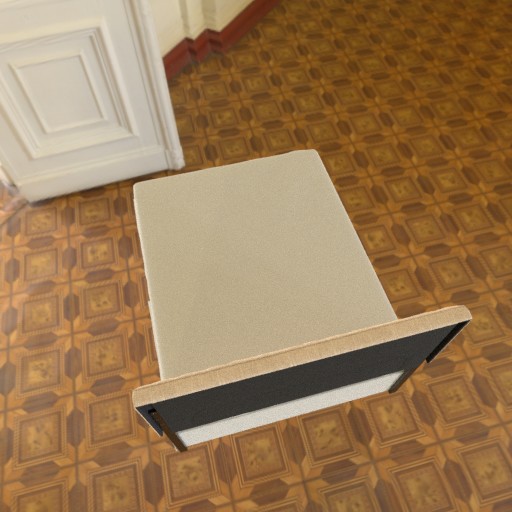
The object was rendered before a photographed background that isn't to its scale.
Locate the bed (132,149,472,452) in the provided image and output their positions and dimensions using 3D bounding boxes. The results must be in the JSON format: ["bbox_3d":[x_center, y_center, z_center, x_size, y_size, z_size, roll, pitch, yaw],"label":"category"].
[{"bbox_3d":[0.000,0.000,3.001,1.643,1.270,1.978,-13,58,-8],"label":"bed"}]
